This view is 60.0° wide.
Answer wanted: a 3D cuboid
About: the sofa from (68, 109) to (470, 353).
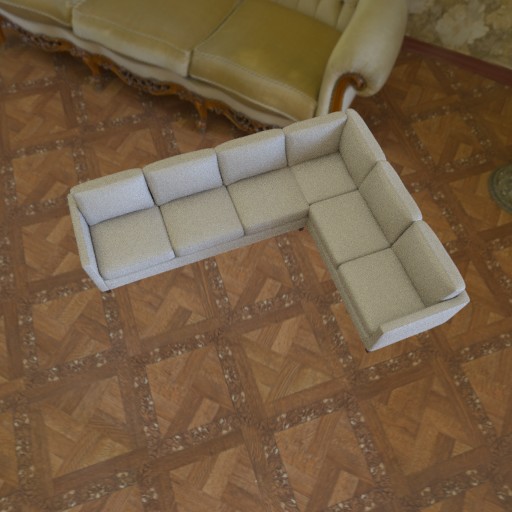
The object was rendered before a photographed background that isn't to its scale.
[{"bbox_3d":[0.000,0.000,4.543,3.333,0.934,2.522,-18,65,-9],"label":"sofa"}]
